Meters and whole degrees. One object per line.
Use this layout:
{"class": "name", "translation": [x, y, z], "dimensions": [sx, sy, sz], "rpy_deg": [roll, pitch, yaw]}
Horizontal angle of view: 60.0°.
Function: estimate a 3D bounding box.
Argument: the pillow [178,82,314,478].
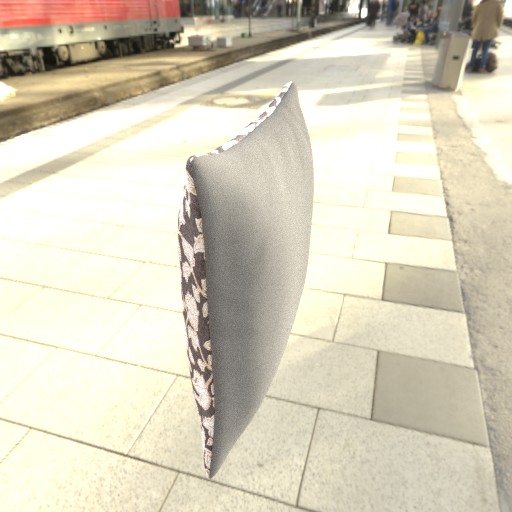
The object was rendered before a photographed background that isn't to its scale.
{"class": "pillow", "translation": [0.000, 0.000, 0.776], "dimensions": [0.166, 0.507, 0.526], "rpy_deg": [8, 31, 13]}
